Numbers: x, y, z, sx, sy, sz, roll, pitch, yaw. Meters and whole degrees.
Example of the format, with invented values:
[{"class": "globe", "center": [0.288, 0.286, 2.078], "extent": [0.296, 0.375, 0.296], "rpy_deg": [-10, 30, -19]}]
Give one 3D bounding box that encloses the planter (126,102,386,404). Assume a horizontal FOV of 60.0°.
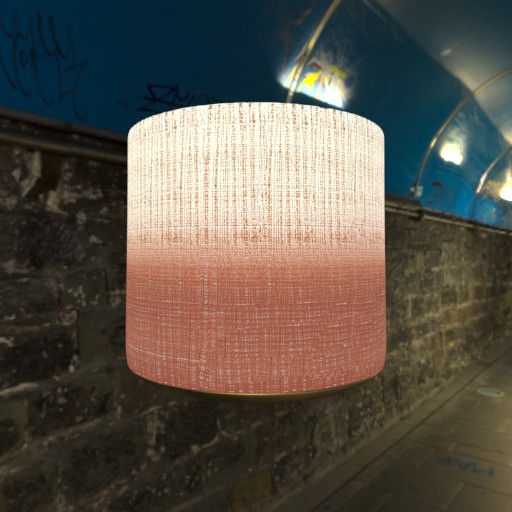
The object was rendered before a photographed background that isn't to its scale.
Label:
[{"class": "planter", "center": [0.000, 0.000, 0.391], "extent": [0.221, 0.201, 0.221], "rpy_deg": [0, 1, 0]}]
